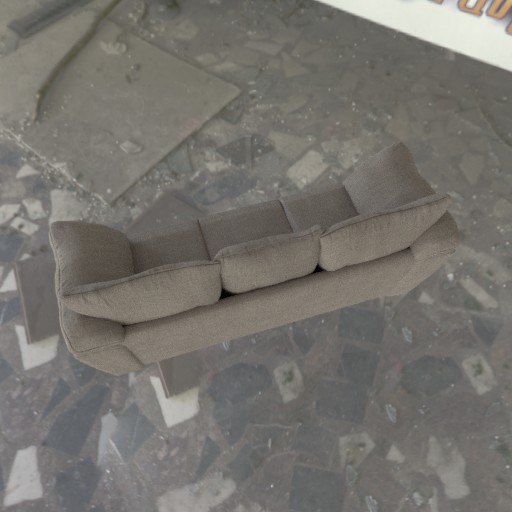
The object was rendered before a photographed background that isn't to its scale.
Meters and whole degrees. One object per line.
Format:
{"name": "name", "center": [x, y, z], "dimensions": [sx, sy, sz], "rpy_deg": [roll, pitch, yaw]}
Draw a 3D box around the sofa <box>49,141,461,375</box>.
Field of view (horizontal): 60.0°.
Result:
{"name": "sofa", "center": [0.000, 0.000, 2.835], "dimensions": [2.334, 0.996, 0.878], "rpy_deg": [-15, 60, -9]}
